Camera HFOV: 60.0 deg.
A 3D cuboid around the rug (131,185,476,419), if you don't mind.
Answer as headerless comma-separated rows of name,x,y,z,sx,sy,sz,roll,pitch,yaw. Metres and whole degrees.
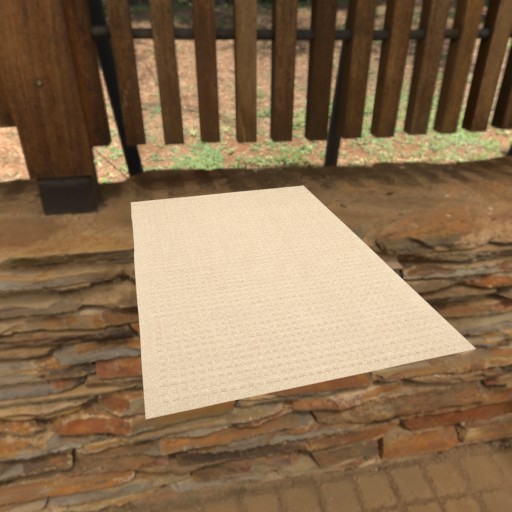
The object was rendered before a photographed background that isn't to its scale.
rug,0.000,0.000,2.869,1.523,0.006,2.289,-8,30,-13
